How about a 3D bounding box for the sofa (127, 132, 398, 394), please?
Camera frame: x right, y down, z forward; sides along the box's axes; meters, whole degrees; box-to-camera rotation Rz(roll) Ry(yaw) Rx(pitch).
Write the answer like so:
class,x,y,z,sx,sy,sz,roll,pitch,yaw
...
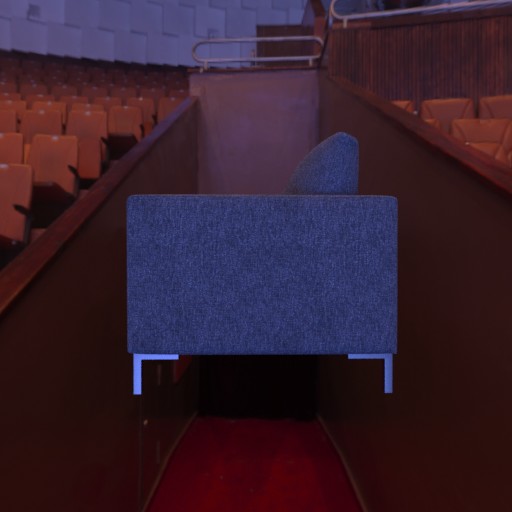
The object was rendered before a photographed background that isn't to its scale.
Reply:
class,x,y,z,sx,sy,sz,roll,pitch,yaw
sofa,0.000,0.000,2.213,0.866,0.862,1.716,0,0,-1
